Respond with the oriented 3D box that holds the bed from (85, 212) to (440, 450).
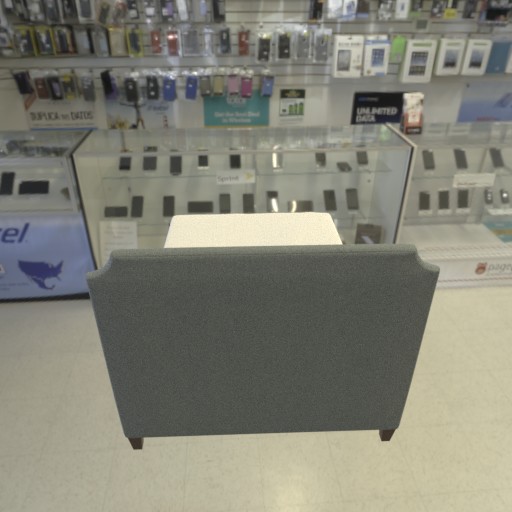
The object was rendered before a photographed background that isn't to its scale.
[{"bbox_3d":[0.000,0.000,3.404,1.712,1.443,2.372,-1,31,-2],"label":"bed"}]
